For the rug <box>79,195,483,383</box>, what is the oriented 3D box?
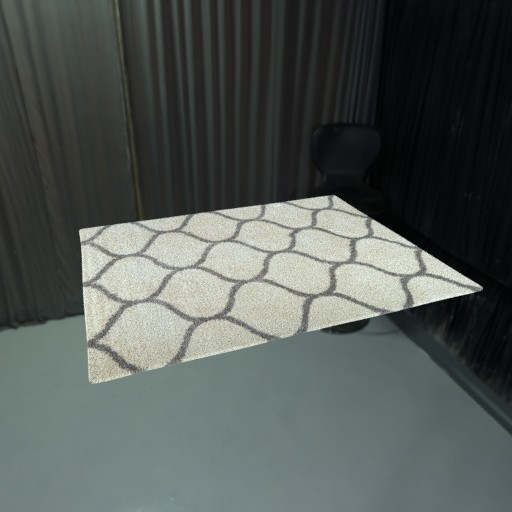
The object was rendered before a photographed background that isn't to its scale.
[{"bbox_3d":[0.000,0.000,4.063,3.000,0.026,2.399,-10,29,-18],"label":"rug"}]
